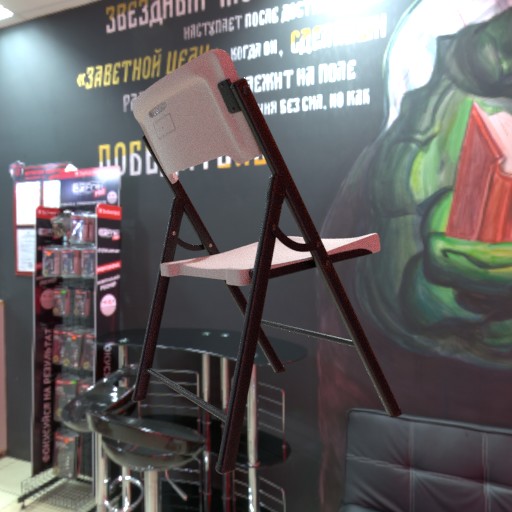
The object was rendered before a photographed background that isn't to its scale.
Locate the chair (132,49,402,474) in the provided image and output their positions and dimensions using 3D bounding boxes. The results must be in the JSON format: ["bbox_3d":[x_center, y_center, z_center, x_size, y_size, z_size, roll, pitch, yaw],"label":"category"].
[{"bbox_3d":[0.000,0.000,1.104,0.577,0.765,0.482,-1,1,-34],"label":"chair"}]
